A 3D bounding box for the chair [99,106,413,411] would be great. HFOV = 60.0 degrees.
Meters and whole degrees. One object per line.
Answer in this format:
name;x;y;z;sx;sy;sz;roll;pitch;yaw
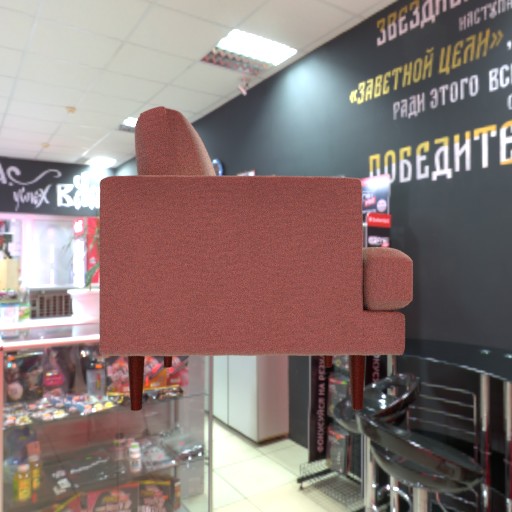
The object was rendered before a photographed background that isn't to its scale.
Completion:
chair;0.000;0.000;1.657;0.899;0.957;0.858;0;0;-1
